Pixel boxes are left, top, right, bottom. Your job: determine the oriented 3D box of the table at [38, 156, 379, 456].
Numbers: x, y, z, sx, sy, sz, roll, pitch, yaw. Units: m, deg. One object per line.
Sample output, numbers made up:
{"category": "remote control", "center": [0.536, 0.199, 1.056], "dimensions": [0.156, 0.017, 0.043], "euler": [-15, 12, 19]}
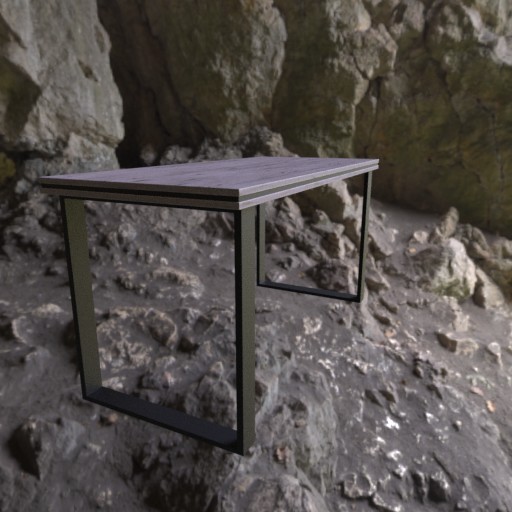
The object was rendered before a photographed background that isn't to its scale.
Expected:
{"category": "table", "center": [0.000, 0.000, 2.246], "dimensions": [0.795, 0.899, 1.778], "euler": [8, 17, 26]}
